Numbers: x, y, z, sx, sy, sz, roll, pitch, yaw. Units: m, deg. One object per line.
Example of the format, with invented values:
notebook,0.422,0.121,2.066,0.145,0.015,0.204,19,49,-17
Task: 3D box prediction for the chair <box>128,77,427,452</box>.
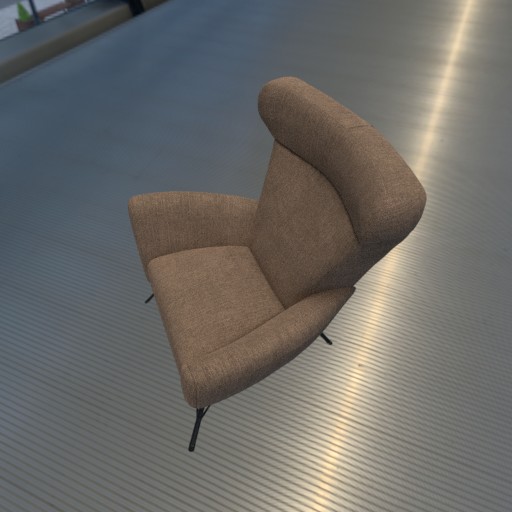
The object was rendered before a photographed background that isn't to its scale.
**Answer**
chair,0.000,0.000,1.737,0.900,1.040,0.980,-16,47,-16
